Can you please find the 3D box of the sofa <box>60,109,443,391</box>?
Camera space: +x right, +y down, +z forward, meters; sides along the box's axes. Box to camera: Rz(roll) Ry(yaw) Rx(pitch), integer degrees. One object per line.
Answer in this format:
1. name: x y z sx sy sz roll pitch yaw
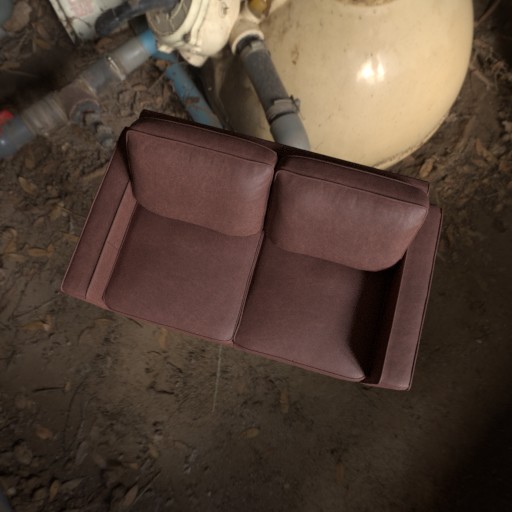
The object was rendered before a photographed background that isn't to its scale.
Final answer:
1. sofa: 0.000 0.000 2.289 1.709 0.918 0.947 15 76 4
